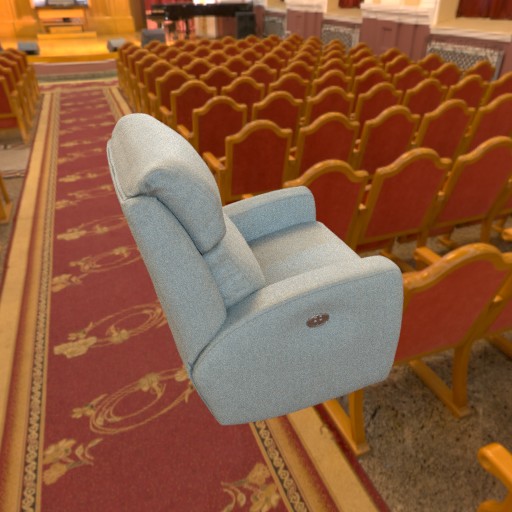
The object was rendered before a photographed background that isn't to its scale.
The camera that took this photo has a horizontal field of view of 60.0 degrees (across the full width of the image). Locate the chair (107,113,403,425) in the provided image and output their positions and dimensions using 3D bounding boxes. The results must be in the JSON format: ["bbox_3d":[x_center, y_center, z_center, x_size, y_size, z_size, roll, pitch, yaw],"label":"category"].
[{"bbox_3d":[0.000,0.000,1.686,0.940,1.016,0.794,-11,33,-17],"label":"chair"}]
